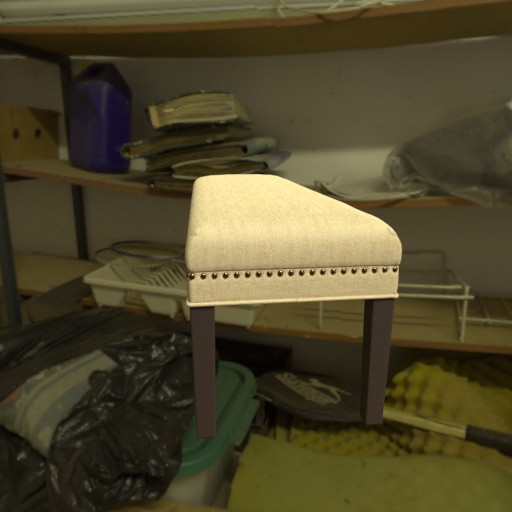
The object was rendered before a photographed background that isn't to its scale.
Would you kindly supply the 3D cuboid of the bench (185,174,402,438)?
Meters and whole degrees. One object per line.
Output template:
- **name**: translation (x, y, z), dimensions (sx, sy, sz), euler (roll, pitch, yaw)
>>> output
- **bench**: translation (0.000, 0.000, 1.435), dimensions (0.410, 0.457, 1.219), euler (-2, 14, -7)
